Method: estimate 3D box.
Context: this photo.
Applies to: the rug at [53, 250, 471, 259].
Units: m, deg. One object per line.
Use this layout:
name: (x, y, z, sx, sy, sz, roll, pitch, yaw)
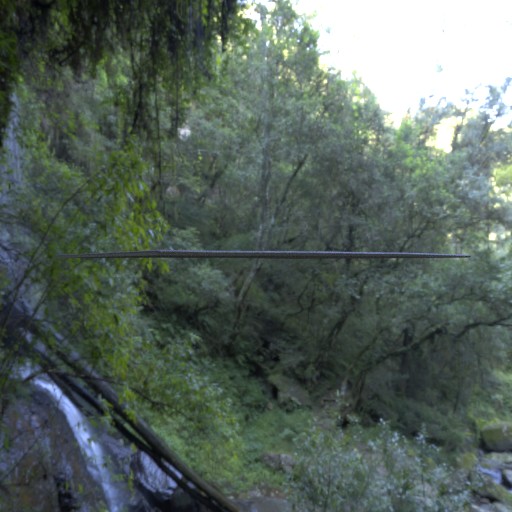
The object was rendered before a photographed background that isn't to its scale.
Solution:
rug: (0.000, 0.000, 4.113, 3.017, 0.035, 2.472, 0, -1, -36)
